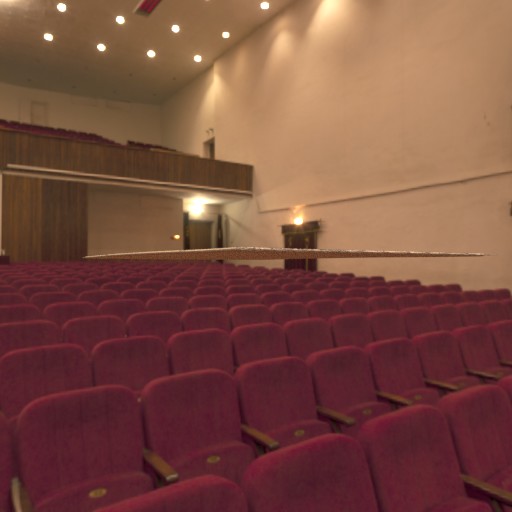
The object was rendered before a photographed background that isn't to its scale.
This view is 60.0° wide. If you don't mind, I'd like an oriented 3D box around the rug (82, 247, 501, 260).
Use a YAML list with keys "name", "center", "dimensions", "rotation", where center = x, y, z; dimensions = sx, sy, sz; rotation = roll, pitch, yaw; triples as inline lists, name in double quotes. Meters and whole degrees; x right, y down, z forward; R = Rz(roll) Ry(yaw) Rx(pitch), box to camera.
- name: "rug"
  center: [0.000, 0.000, 3.766]
  dimensions: [2.125, 0.028, 3.027]
  rotation: [1, -1, -35]
